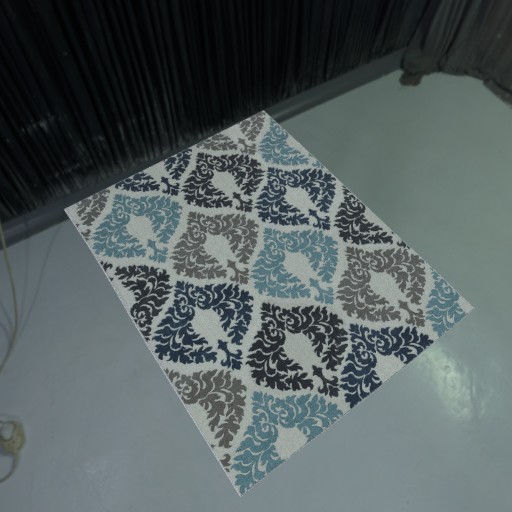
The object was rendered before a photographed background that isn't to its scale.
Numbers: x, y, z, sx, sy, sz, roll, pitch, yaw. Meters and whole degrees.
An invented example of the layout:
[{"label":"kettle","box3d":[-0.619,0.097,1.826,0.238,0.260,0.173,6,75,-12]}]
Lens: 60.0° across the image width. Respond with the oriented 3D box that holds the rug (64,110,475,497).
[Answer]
[{"label":"rug","box3d":[0.000,0.000,4.035,2.423,0.014,3.040,-32,64,-18]}]
